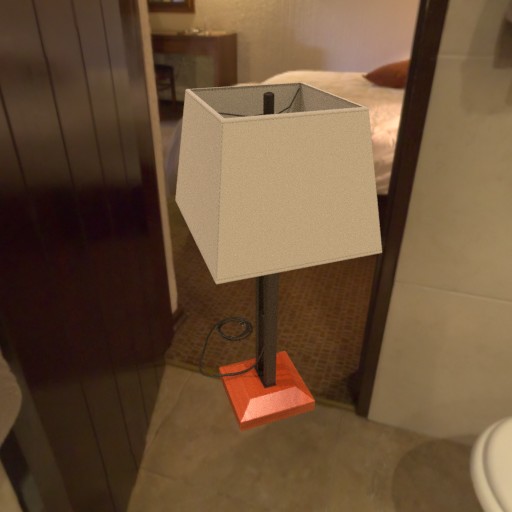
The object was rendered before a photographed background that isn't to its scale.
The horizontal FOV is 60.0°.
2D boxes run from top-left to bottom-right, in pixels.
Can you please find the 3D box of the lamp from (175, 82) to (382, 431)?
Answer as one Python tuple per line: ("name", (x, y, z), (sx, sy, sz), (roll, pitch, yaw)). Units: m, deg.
("lamp", (0.000, 0.000, 1.012), (0.310, 0.737, 0.498), (-10, 32, -16))
